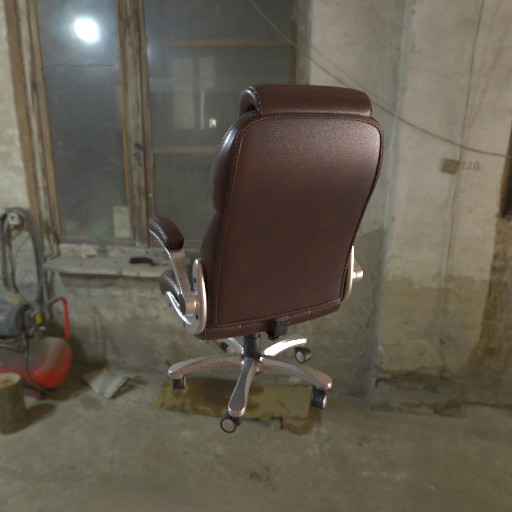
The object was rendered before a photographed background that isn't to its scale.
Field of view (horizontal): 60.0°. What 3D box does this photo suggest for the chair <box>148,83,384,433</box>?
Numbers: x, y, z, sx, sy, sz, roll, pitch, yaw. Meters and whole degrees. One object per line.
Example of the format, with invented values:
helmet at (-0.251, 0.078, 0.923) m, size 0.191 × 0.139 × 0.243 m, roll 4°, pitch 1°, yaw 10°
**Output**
chair at (0.000, 0.000, 1.674) m, size 0.733 × 1.160 × 0.774 m, roll -8°, pitch 18°, yaw -26°
